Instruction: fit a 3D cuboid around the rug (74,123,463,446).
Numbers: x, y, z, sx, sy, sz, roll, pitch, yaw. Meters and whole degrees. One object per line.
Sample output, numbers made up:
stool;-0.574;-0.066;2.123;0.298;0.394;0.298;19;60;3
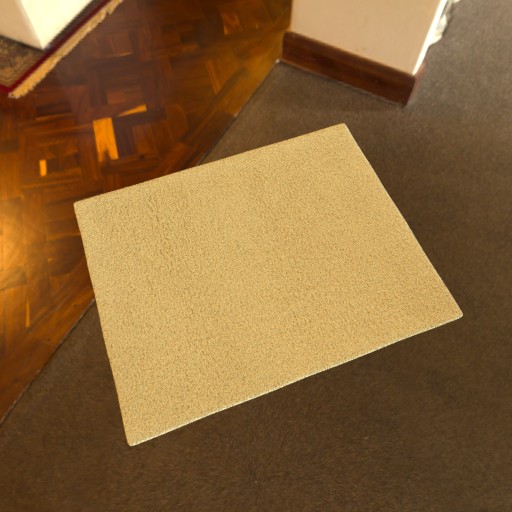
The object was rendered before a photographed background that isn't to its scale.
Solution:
rug;0.000;0.000;4.228;3.047;0.029;2.438;-19;65;-9
